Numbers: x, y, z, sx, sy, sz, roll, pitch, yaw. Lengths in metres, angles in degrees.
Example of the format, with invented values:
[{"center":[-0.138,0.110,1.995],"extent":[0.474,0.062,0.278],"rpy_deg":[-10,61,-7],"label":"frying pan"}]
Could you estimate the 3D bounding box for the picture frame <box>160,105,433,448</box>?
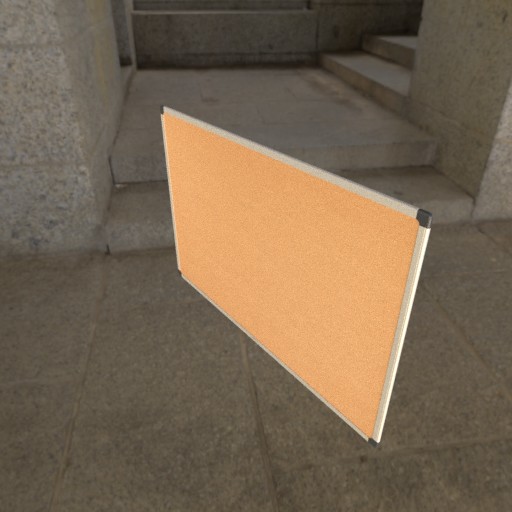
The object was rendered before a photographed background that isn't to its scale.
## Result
[{"center":[0.000,0.000,1.154],"extent":[0.010,0.600,0.900],"rpy_deg":[-23,39,-32],"label":"picture frame"}]
